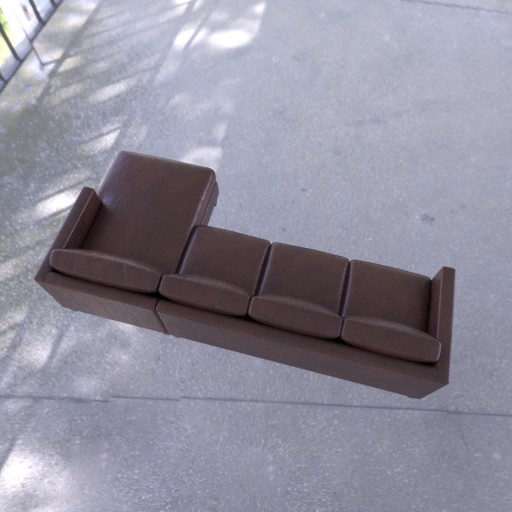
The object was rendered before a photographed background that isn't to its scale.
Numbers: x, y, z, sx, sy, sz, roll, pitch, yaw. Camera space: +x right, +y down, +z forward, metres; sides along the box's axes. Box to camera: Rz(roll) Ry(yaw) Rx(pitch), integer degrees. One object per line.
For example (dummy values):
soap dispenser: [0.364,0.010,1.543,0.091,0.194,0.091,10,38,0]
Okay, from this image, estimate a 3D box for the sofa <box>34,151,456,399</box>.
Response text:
sofa: [0.000,0.000,3.887,3.203,0.883,1.581,13,63,7]
